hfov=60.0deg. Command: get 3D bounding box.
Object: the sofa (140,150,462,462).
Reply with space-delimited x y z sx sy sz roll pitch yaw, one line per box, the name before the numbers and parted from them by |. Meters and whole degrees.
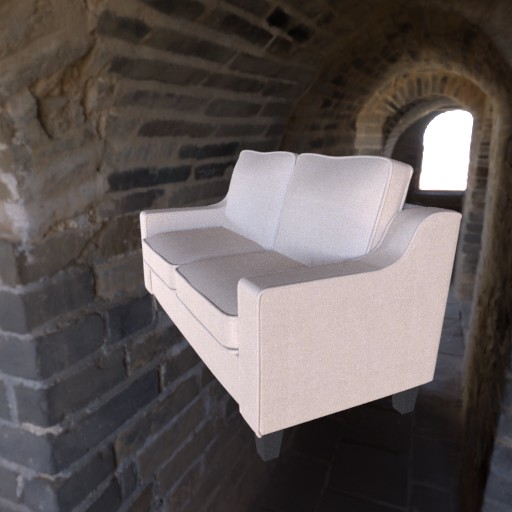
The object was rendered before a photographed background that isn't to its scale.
sofa | 0.000 0.000 3.441 1.351 1.562 2.587 -7 16 -25
